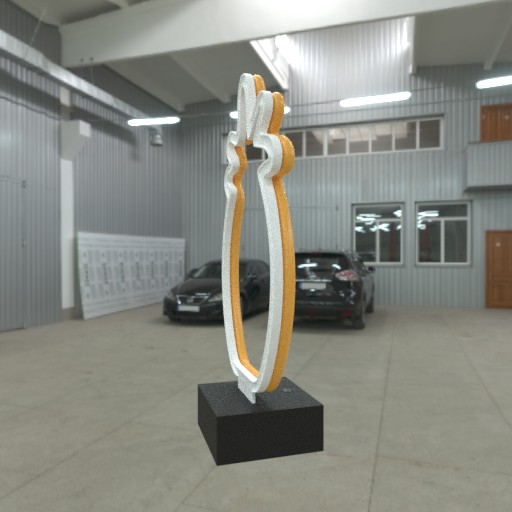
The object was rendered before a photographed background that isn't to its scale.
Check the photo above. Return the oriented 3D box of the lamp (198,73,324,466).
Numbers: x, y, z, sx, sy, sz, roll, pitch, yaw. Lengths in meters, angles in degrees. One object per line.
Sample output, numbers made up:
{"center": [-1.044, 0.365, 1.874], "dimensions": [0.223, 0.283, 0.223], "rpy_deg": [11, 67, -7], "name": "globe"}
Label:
{"center": [0.000, 0.000, 0.388], "dimensions": [0.088, 0.317, 0.167], "rpy_deg": [0, 0, -17], "name": "lamp"}
